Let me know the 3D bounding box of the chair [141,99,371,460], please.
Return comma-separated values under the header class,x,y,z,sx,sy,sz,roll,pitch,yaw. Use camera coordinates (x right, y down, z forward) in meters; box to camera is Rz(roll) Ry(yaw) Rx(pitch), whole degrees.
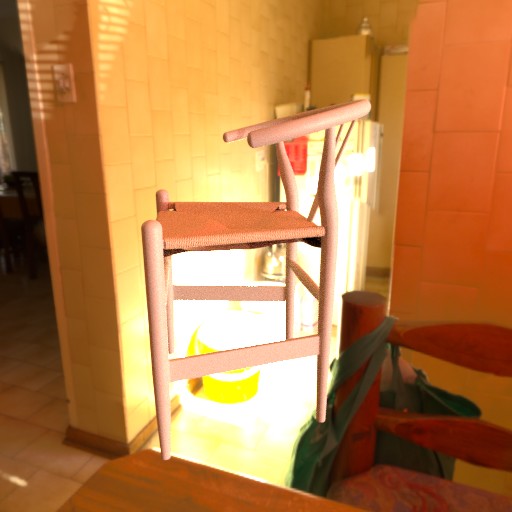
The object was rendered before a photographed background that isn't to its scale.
class,x,y,z,sx,sy,sz,roll,pitch,yaw
chair,0.000,0.000,1.102,0.500,0.736,0.533,-2,16,-9
